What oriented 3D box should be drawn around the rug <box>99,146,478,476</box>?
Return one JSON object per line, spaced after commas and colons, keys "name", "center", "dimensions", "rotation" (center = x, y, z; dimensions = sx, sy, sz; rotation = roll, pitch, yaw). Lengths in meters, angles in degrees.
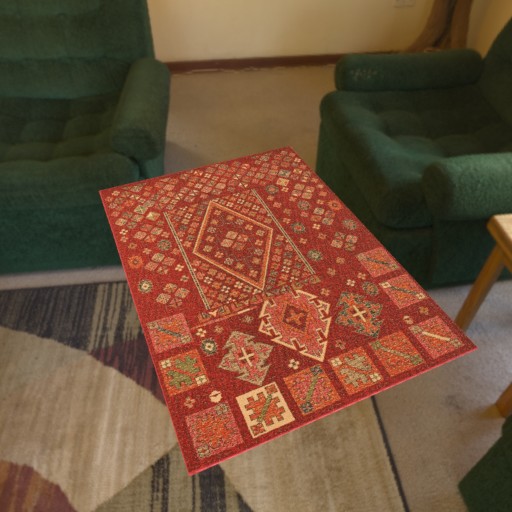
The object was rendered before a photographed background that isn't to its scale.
{"name": "rug", "center": [0.000, 0.000, 4.234], "dimensions": [2.389, 0.011, 3.306], "rotation": [-17, 47, -17]}
